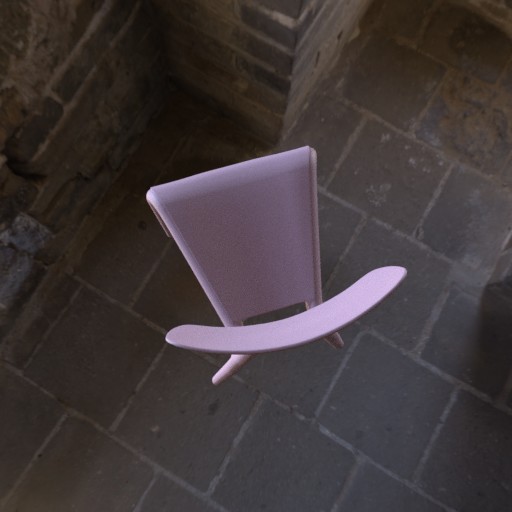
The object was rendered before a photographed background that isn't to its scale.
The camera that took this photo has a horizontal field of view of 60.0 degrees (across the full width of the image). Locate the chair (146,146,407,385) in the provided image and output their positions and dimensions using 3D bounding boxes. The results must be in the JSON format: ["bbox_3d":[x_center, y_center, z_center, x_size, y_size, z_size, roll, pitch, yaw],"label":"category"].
[{"bbox_3d":[0.000,0.000,0.804,0.356,0.580,0.401,-16,76,-4],"label":"chair"}]
